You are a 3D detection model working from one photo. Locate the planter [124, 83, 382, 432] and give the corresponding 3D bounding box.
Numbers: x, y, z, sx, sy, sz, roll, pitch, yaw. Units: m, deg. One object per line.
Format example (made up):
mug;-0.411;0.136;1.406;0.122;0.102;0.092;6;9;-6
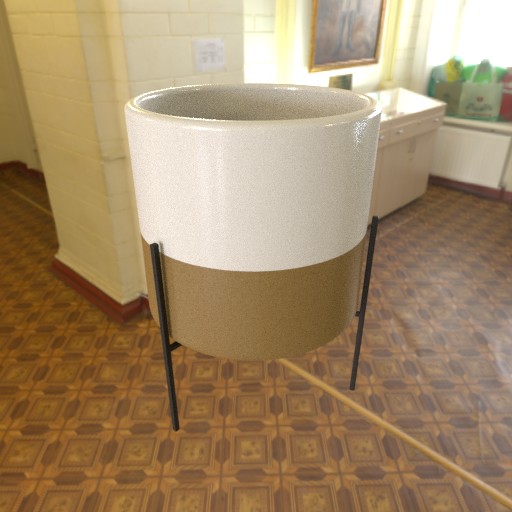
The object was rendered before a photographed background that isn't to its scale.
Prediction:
planter;0.000;0.000;0.634;0.310;0.432;0.310;-1;28;-1
